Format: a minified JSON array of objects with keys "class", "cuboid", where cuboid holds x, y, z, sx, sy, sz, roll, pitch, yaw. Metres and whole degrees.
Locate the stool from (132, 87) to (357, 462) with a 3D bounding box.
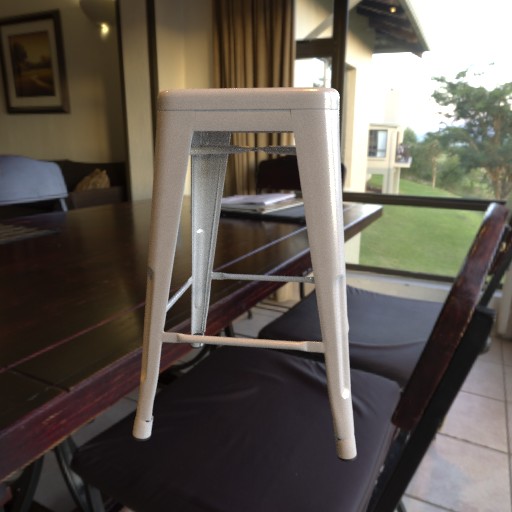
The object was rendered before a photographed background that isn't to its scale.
[{"class":"stool","cuboid":[0.000,0.000,0.894,0.406,0.610,0.406,2,15,8]}]
